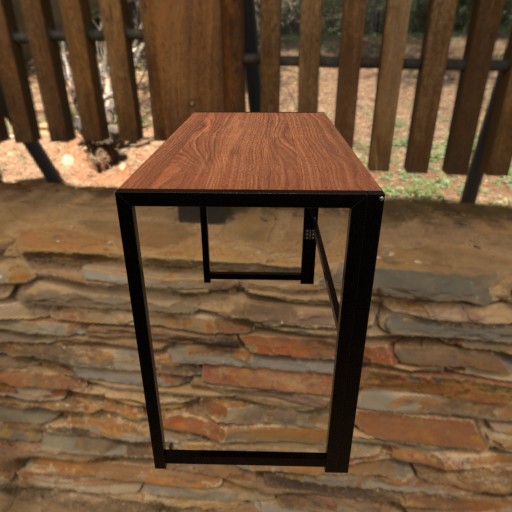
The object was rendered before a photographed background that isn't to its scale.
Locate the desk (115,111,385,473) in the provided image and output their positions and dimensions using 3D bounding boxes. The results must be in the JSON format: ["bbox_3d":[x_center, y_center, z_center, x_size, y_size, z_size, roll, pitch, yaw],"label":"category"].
[{"bbox_3d":[0.000,0.000,1.451,0.508,0.762,1.016,1,26,1],"label":"desk"}]
